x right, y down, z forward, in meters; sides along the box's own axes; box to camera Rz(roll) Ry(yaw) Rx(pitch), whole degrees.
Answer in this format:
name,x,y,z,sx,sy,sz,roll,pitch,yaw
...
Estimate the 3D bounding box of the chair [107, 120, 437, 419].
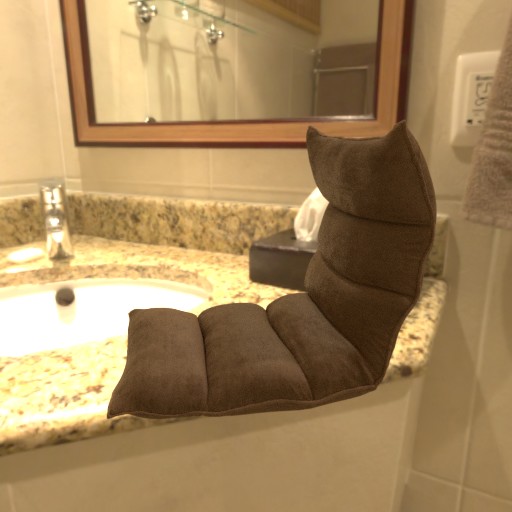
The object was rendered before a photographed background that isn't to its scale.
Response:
name,x,y,z,sx,sy,sz,roll,pitch,yaw
chair,0.000,0.000,1.549,0.985,0.892,0.714,-3,15,-9
